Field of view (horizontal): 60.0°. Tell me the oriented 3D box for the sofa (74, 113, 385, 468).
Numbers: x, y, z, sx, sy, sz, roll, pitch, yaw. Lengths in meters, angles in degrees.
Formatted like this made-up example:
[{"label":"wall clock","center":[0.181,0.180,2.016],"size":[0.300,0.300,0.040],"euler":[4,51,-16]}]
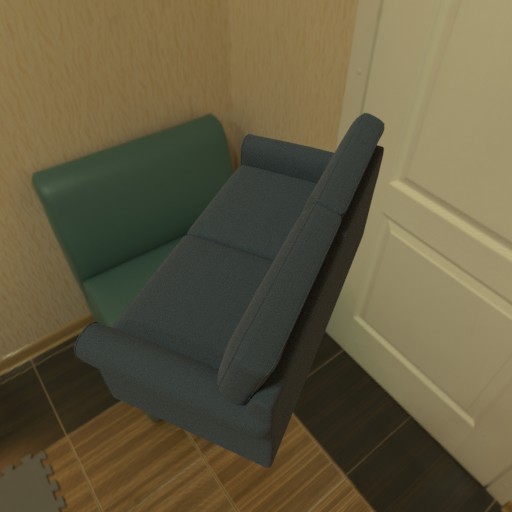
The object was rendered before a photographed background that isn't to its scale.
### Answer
[{"label":"sofa","center":[0.000,0.000,2.503],"size":[0.940,1.020,1.930],"euler":[18,49,16]}]
